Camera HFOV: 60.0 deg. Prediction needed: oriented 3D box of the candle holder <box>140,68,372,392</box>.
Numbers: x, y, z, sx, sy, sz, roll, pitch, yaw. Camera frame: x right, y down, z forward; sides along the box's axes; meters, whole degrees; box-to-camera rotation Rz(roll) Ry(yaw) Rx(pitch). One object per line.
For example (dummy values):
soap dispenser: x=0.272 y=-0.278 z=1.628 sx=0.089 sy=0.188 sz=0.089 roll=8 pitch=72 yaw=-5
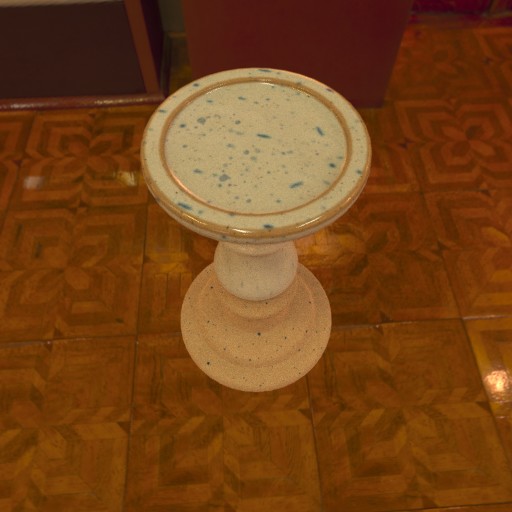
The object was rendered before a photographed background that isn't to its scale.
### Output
candle holder: x=0.000 y=0.000 z=0.284 sx=0.123 sy=0.202 sz=0.123 roll=0 pitch=59 yaw=0
